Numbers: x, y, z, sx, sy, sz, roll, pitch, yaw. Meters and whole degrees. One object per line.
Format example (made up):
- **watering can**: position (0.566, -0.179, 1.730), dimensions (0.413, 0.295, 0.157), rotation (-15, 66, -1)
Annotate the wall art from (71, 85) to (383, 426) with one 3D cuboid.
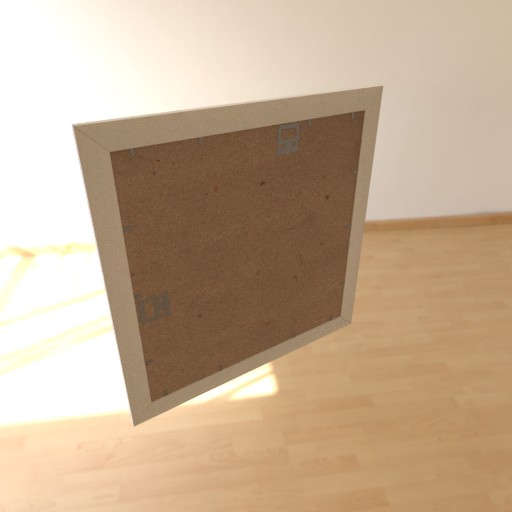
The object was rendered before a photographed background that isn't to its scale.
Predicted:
- **wall art**: position (0.000, 0.000, 0.874), dimensions (0.584, 0.584, 0.013), rotation (-18, 35, -29)
